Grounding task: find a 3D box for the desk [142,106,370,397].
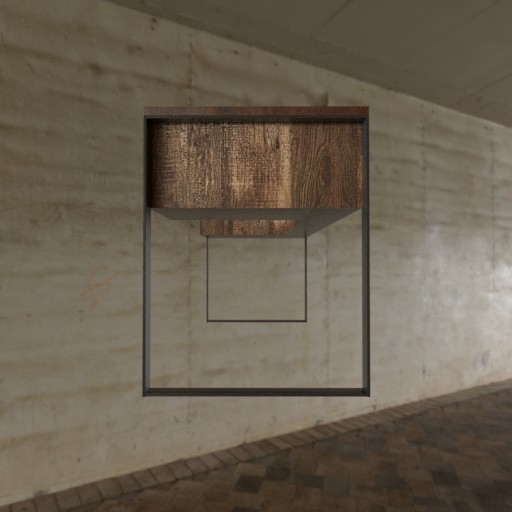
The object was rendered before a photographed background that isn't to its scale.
[{"bbox_3d":[0.000,0.000,1.923,0.599,0.762,1.524,0,-1,0],"label":"desk"}]
